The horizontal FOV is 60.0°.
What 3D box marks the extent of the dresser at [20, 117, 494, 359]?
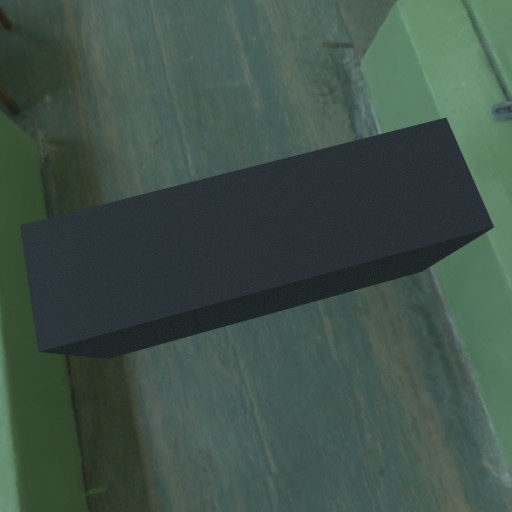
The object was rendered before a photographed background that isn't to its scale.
[{"bbox_3d":[0.000,0.000,1.935,1.558,0.872,0.463,-15,76,-4],"label":"dresser"}]
